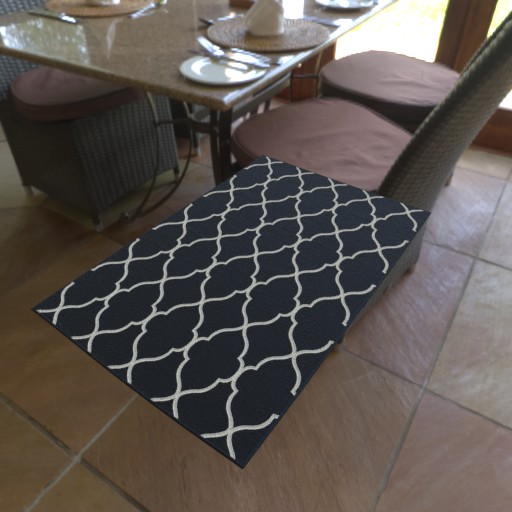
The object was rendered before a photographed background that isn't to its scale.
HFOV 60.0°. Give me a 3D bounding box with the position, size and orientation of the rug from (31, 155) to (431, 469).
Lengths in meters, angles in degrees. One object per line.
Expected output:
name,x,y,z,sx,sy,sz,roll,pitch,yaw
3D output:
rug,0.000,0.000,2.873,1.526,0.014,2.290,25,47,26
